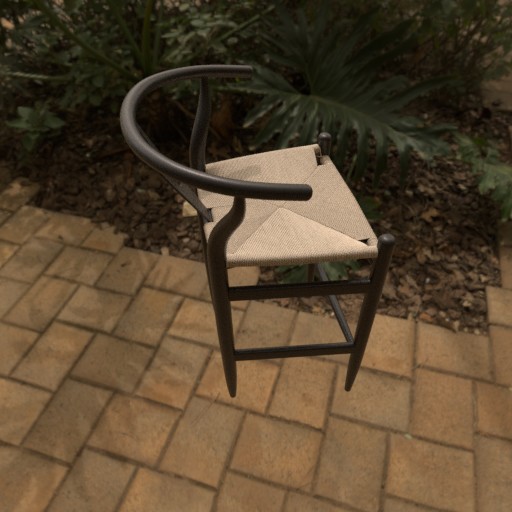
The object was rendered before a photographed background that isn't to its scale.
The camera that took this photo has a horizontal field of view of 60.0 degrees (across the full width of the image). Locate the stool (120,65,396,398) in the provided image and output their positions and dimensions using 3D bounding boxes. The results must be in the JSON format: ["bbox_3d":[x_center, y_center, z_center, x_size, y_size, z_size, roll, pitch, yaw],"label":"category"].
[{"bbox_3d":[0.000,0.000,1.301,0.579,0.970,0.569,-9,46,-8],"label":"stool"}]
